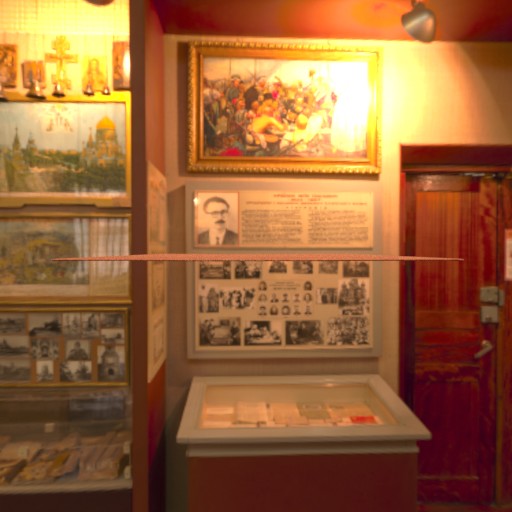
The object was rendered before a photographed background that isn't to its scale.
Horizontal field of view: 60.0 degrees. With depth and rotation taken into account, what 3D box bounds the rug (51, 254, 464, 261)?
[{"bbox_3d":[0.000,0.000,2.738,1.594,0.009,2.112,0,1,-1],"label":"rug"}]
